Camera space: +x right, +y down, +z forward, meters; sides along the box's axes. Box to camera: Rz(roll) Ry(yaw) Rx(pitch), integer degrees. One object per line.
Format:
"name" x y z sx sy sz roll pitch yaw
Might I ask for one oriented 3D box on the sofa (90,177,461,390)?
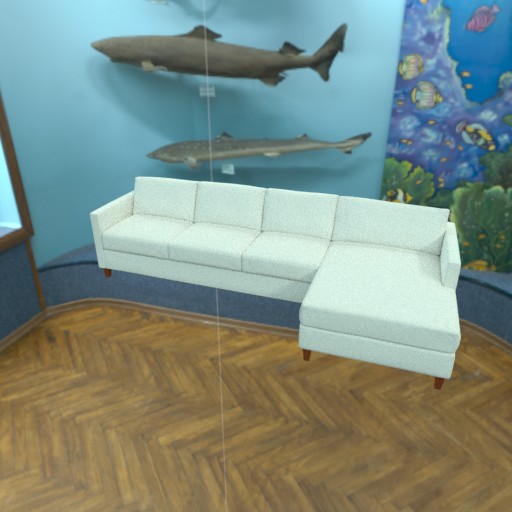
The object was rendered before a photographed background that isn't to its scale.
"sofa" 0.000 0.000 4.158 3.471 0.954 1.606 9 27 17
